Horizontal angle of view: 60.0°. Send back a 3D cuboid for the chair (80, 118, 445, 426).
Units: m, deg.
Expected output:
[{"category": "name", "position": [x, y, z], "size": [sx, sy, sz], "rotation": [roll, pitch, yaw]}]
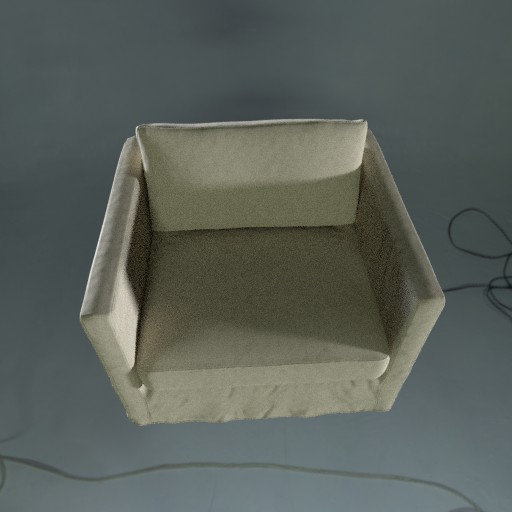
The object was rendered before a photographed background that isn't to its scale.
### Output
[{"category": "chair", "position": [0.000, 0.000, 1.723], "size": [1.057, 0.867, 0.949], "rotation": [-2, 47, -2]}]
